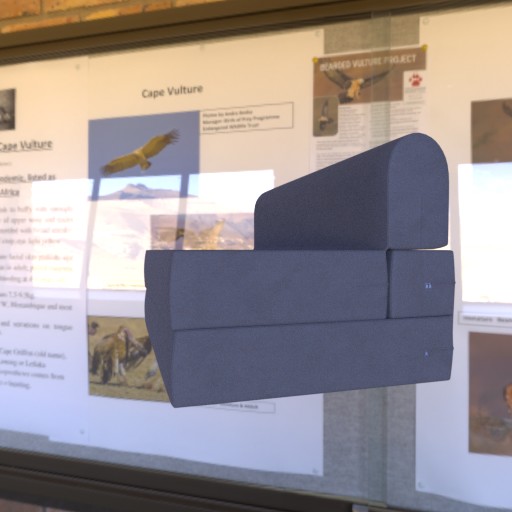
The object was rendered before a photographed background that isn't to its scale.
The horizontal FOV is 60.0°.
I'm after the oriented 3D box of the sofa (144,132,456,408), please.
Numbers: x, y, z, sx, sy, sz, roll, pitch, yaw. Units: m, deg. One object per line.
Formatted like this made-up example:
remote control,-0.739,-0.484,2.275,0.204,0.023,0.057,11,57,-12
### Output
sofa,0.000,0.000,1.658,0.762,0.660,1.219,0,1,-17
